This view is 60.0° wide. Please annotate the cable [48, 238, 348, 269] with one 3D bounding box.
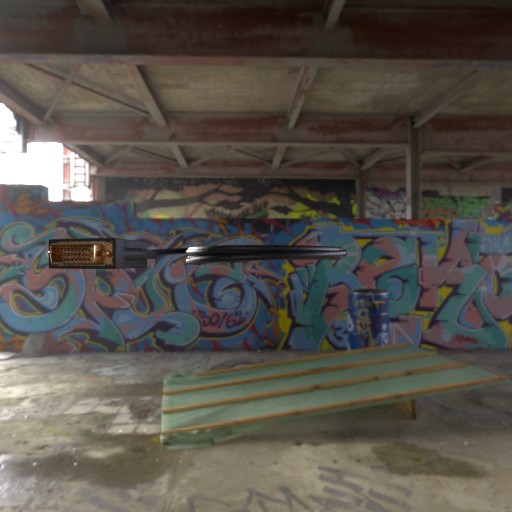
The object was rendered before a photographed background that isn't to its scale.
[{"bbox_3d":[0.000,0.000,0.331,0.136,0.015,0.281,0,-1,18],"label":"cable"}]
